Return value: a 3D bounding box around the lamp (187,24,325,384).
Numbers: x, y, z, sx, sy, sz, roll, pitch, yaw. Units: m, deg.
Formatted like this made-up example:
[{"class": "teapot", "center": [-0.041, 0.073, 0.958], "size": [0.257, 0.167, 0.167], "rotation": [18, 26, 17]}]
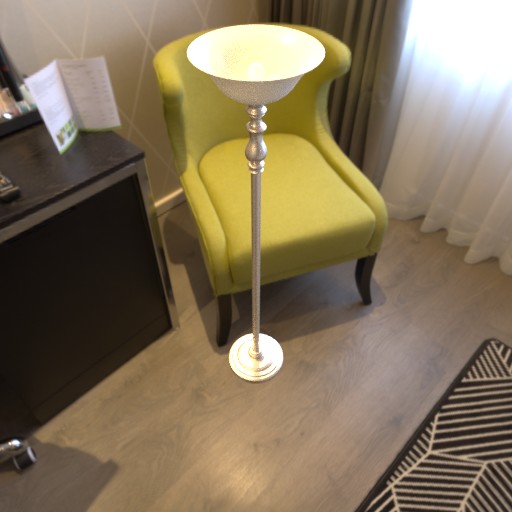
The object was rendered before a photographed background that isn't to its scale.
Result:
[{"class": "lamp", "center": [0.000, 0.000, 1.951], "size": [0.405, 1.771, 0.405], "rotation": [10, 47, 10]}]
